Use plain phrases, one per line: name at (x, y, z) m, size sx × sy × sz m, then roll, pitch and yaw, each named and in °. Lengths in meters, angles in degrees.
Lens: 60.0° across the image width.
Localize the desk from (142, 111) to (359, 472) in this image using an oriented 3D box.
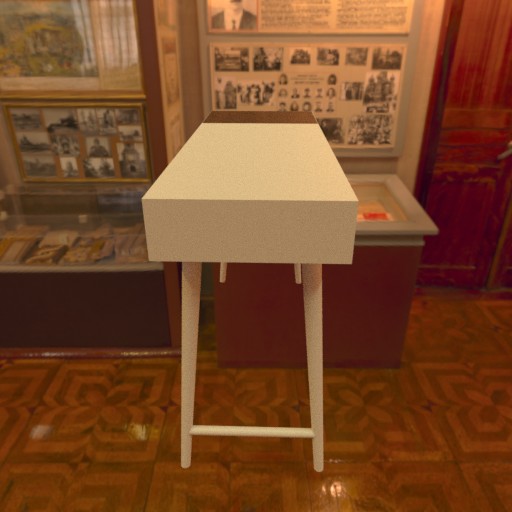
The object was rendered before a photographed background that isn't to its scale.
desk at (0.000, 0.000, 1.459) m, size 0.409 × 0.761 × 1.069 m, roll 1°, pitch 26°, yaw 2°
